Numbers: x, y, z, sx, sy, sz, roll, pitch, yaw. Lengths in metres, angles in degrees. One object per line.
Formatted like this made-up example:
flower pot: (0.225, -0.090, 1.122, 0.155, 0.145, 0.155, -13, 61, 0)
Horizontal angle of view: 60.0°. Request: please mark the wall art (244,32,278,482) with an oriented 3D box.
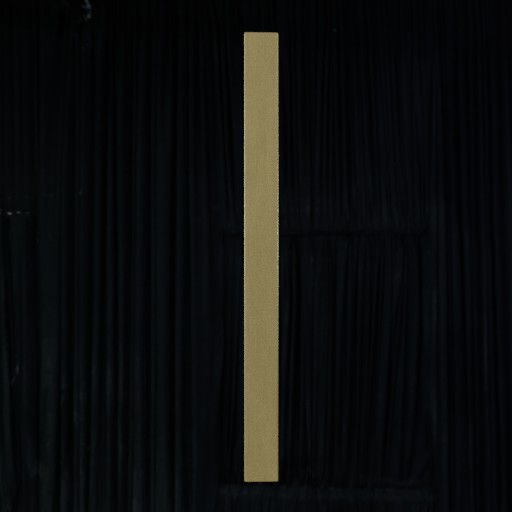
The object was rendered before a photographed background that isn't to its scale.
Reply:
wall art: (0.000, 0.000, 0.754, 0.038, 0.508, 0.508, 0, 1, -1)
